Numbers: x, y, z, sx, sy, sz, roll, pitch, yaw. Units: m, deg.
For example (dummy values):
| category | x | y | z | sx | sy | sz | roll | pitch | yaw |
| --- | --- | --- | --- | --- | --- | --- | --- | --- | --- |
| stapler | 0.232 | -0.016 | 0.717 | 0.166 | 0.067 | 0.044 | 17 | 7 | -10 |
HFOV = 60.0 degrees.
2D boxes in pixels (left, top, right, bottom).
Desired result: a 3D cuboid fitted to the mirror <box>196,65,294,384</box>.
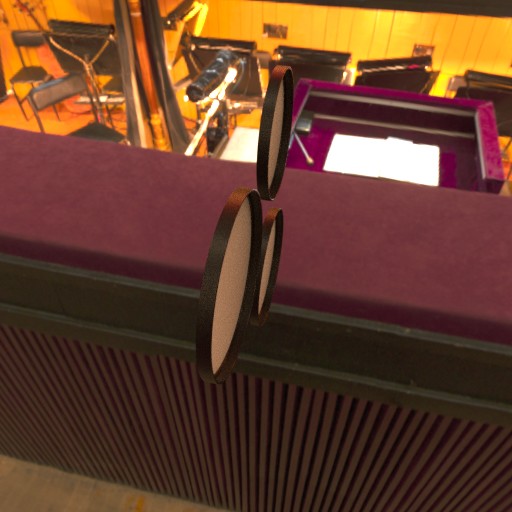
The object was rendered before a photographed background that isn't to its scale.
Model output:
| category | x | y | z | sx | sy | sz | roll | pitch | yaw |
| --- | --- | --- | --- | --- | --- | --- | --- | --- | --- |
| mirror | 0.000 | 0.000 | 3.110 | 0.076 | 2.096 | 2.160 | 10 | 45 | 10 |
